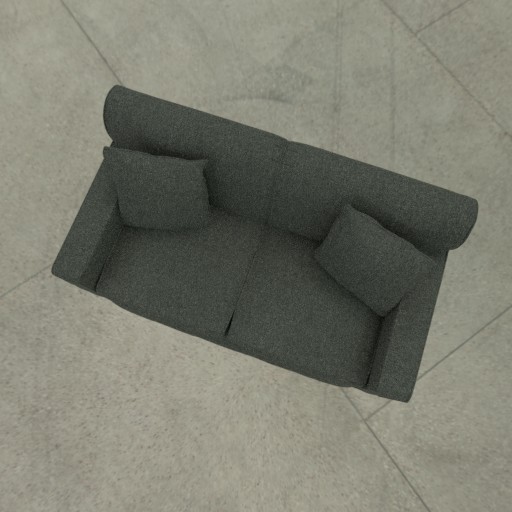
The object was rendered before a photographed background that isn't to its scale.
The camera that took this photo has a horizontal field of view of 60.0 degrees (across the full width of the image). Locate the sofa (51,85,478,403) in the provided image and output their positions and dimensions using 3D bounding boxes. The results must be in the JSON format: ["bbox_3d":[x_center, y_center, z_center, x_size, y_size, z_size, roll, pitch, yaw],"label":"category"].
[{"bbox_3d":[0.000,0.000,2.371,1.846,0.958,0.998,19,76,5],"label":"sofa"}]
